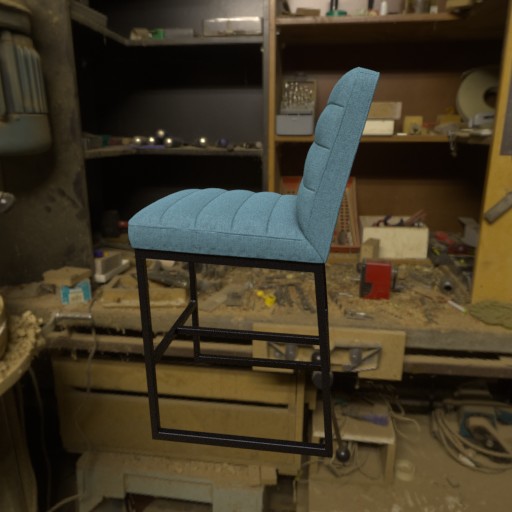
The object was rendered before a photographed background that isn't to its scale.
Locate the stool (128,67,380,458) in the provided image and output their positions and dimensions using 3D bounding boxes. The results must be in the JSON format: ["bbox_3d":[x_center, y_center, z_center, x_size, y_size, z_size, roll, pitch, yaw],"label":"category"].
[{"bbox_3d":[0.000,0.000,1.250,0.560,0.940,0.460,2,17,8],"label":"stool"}]
